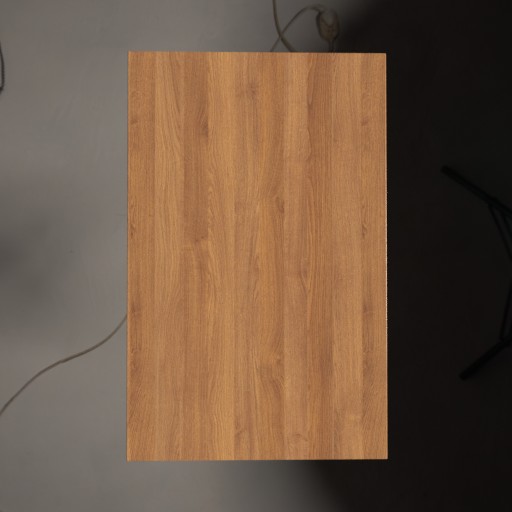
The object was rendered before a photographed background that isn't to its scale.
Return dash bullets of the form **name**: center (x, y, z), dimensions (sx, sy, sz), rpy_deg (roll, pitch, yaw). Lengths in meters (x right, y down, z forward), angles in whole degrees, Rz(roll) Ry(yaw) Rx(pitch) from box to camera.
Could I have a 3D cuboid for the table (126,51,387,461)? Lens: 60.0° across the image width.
- **table**: center (0.000, 0.000, 1.416), dimensions (0.700, 0.442, 1.100), rpy_deg (0, 89, -1)
